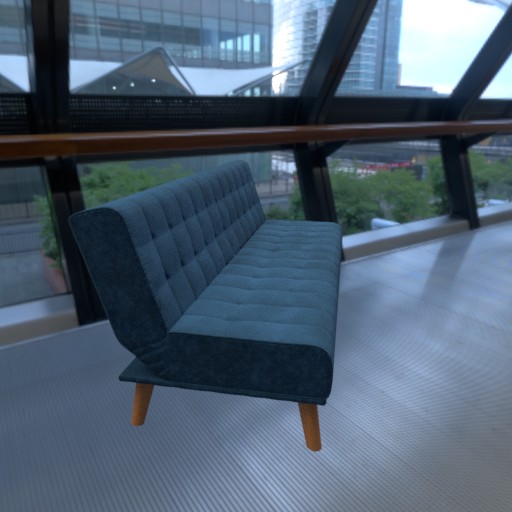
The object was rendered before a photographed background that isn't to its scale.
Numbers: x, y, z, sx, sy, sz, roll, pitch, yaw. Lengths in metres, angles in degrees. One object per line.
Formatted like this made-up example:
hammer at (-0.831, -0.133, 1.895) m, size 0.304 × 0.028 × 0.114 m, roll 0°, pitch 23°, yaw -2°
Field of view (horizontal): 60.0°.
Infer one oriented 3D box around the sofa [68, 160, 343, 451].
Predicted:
sofa at (0.000, 0.000, 2.273) m, size 0.855 × 0.813 × 1.804 m, roll 3°, pitch 17°, yaw 11°
